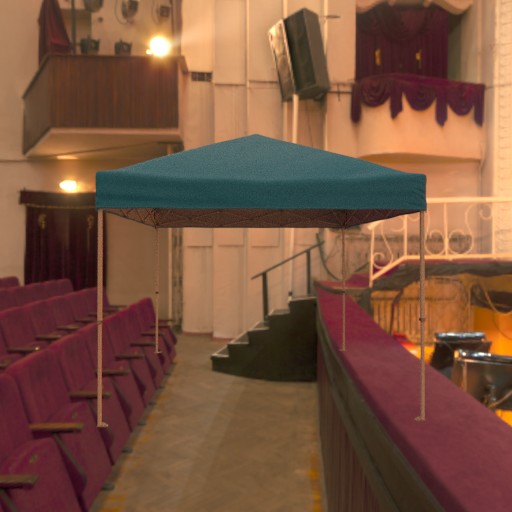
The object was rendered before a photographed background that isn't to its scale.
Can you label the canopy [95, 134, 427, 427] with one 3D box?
[{"bbox_3d":[0.000,0.000,5.450,2.996,2.997,2.998,0,0,-3],"label":"canopy"}]
